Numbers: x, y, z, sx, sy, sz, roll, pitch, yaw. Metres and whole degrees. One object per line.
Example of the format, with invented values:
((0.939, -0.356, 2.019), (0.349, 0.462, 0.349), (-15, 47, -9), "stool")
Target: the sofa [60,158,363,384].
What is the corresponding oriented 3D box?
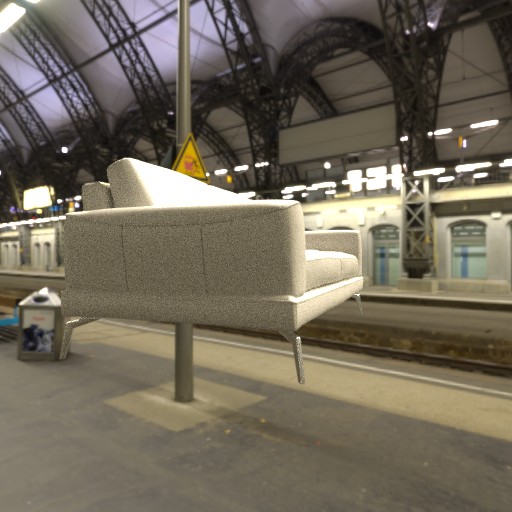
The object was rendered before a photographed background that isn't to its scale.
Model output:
((0.000, 0.000, 2.757), (1.121, 0.930, 2.177), (0, 0, 20), "sofa")
